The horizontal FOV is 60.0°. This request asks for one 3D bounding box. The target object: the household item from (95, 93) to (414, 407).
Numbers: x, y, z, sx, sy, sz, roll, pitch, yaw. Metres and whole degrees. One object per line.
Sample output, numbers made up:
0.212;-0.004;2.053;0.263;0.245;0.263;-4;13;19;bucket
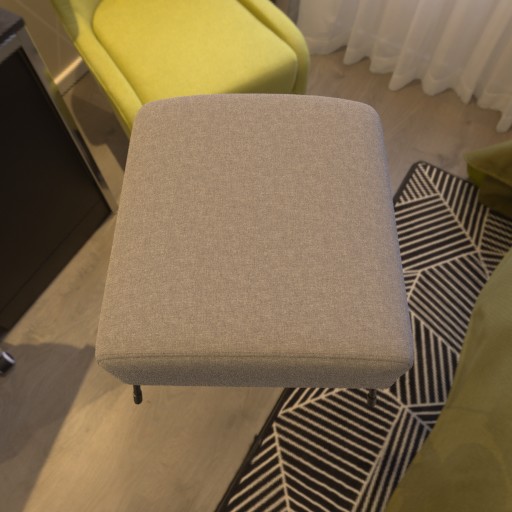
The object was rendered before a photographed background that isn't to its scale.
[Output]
0.000;0.000;0.899;0.530;0.410;0.530;1;64;0;household item
